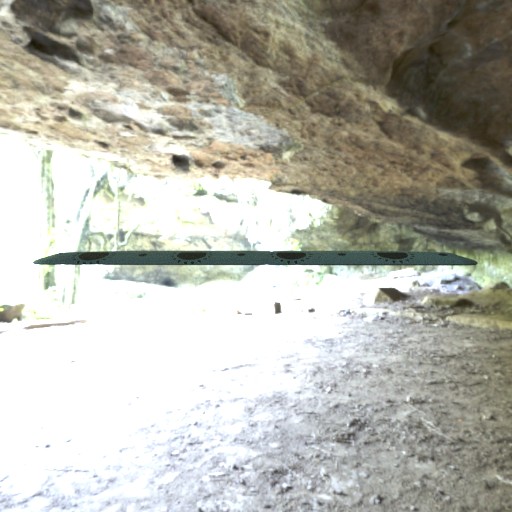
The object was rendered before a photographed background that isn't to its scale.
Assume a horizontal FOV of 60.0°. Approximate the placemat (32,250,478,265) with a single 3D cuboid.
[{"bbox_3d":[0.000,0.000,0.981,0.762,0.021,0.508,0,1,2],"label":"placemat"}]
